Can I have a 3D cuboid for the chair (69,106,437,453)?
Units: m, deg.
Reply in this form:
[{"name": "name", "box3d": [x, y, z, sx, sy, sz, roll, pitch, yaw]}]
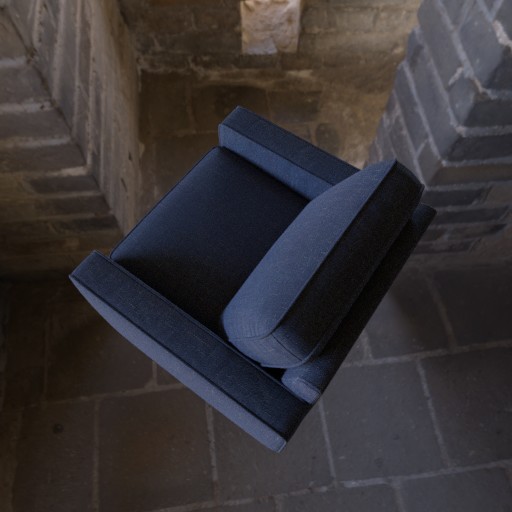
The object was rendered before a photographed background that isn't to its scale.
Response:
[{"name": "chair", "box3d": [0.000, 0.000, 1.689, 0.940, 0.919, 1.017, 33, 68, 15]}]
